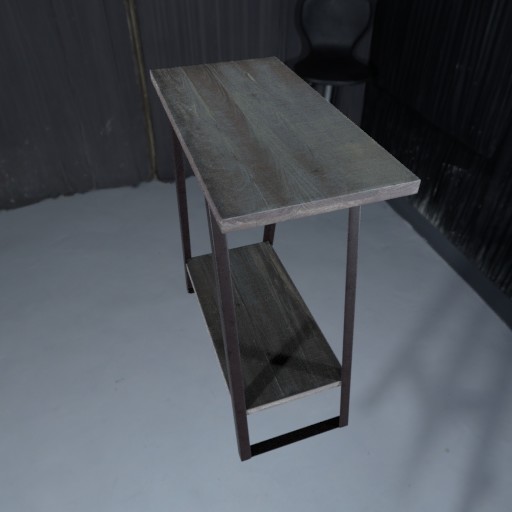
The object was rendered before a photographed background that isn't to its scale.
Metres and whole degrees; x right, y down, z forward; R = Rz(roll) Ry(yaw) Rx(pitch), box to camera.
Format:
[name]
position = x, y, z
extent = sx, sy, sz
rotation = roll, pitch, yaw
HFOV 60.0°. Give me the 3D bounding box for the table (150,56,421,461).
[table]
position = 0.000, 0.000, 1.047
extent = 0.300, 0.701, 0.599
rotation = -13, 43, -14
